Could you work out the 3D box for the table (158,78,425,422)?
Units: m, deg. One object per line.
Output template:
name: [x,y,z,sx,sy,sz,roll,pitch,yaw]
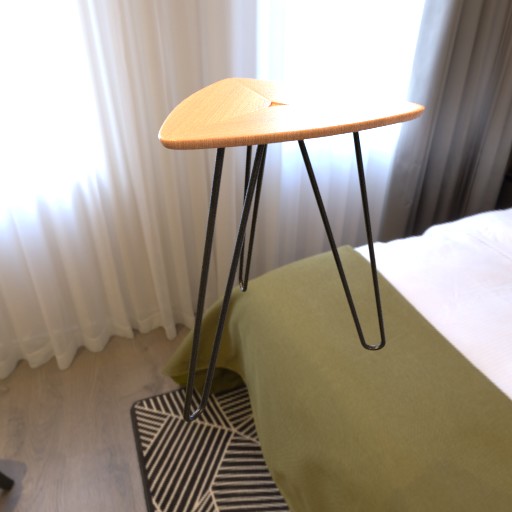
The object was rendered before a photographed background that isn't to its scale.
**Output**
table: [0.000,0.000,0.873,0.442,0.564,0.455,22,38,31]
